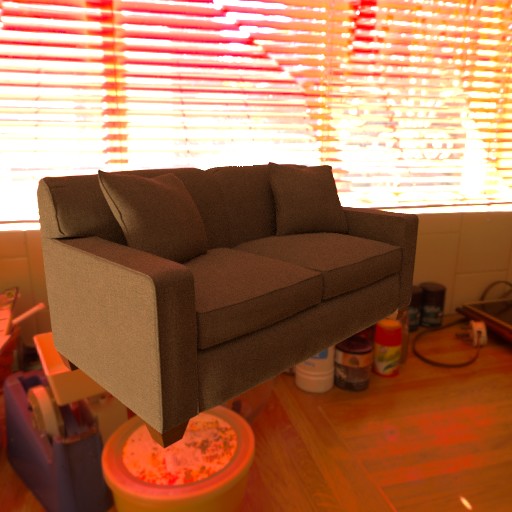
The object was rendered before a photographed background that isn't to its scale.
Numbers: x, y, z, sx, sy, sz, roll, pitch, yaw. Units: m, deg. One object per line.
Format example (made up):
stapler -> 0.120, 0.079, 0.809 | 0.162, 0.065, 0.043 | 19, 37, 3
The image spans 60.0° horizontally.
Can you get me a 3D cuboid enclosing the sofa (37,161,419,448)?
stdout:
sofa -> 0.000, 0.000, 2.370 | 1.846, 0.958, 1.000 | -14, 20, -43
